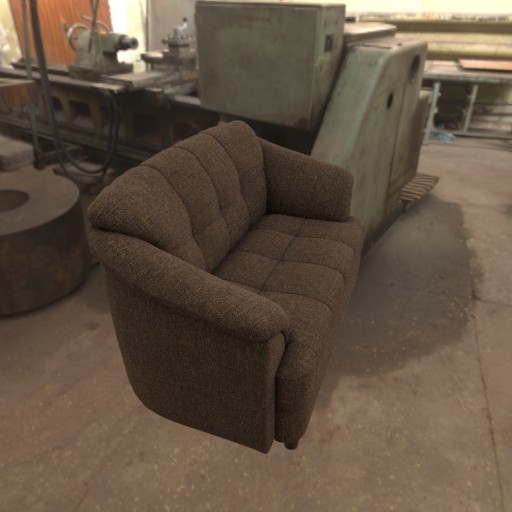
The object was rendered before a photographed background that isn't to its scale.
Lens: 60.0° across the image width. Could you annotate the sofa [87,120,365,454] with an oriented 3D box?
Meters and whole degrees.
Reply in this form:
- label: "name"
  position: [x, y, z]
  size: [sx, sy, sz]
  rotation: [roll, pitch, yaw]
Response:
- label: "sofa"
  position: [0.000, 0.000, 1.934]
  size: [0.799, 0.895, 1.404]
  rotation: [11, 32, 18]
